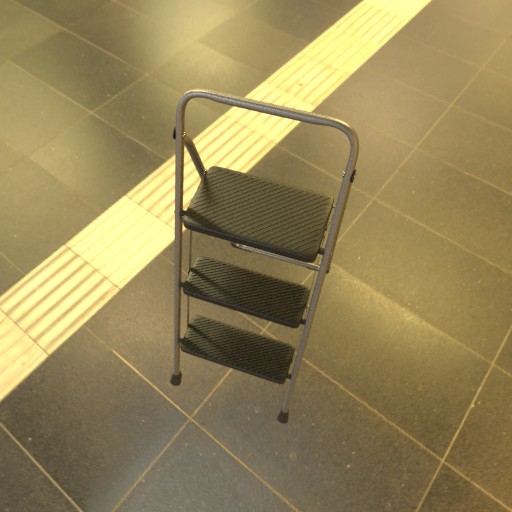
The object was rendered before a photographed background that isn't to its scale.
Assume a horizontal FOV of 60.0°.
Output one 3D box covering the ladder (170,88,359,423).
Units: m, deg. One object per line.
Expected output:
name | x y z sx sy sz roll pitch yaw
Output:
ladder | 0.000 0.000 1.271 0.430 0.945 0.629 16 59 10
